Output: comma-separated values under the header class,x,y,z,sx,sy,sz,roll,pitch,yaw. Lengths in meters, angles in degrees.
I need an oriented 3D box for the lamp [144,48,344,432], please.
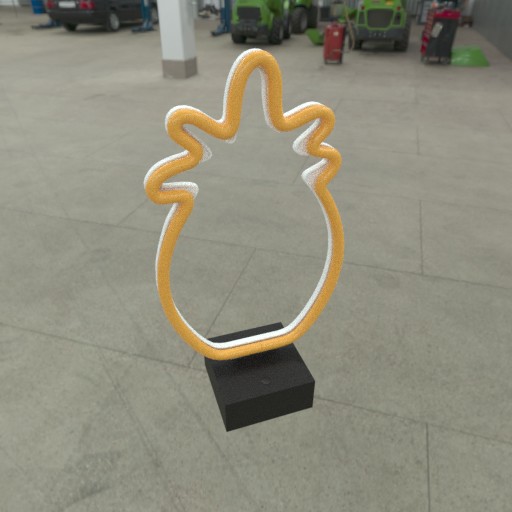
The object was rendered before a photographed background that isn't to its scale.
class,x,y,z,sx,sy,sz,roll,pitch,yaw
lamp,0.000,0.000,0.374,0.167,0.317,0.088,-10,34,-16
